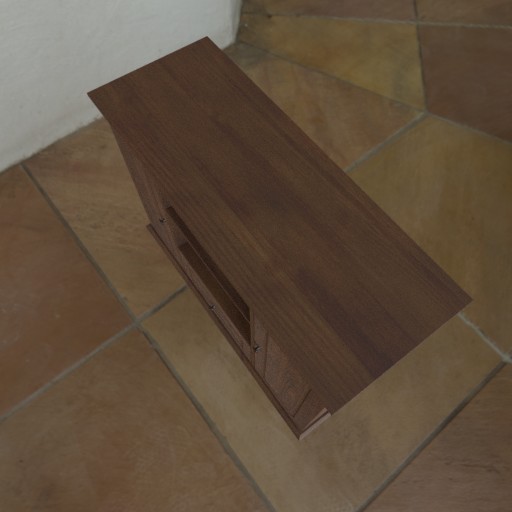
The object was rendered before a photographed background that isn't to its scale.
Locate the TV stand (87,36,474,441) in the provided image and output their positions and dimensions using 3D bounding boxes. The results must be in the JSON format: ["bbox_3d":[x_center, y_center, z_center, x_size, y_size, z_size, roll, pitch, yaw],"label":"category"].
[{"bbox_3d":[0.000,0.000,1.475,0.406,0.813,1.067,-33,68,-15],"label":"TV stand"}]
